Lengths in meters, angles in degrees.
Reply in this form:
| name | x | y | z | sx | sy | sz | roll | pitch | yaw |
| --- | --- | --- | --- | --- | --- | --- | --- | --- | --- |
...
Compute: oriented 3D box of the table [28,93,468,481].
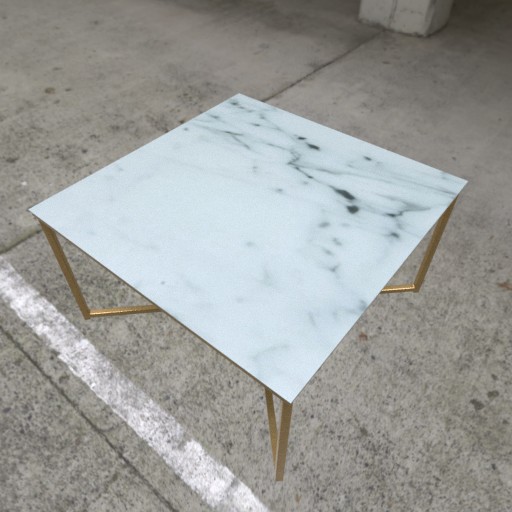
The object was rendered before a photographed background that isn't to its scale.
| name | x | y | z | sx | sy | sz | roll | pitch | yaw |
| --- | --- | --- | --- | --- | --- | --- | --- | --- | --- |
| table | 0.000 | 0.000 | 1.295 | 0.800 | 0.450 | 0.800 | 30 | 53 | 26 |
